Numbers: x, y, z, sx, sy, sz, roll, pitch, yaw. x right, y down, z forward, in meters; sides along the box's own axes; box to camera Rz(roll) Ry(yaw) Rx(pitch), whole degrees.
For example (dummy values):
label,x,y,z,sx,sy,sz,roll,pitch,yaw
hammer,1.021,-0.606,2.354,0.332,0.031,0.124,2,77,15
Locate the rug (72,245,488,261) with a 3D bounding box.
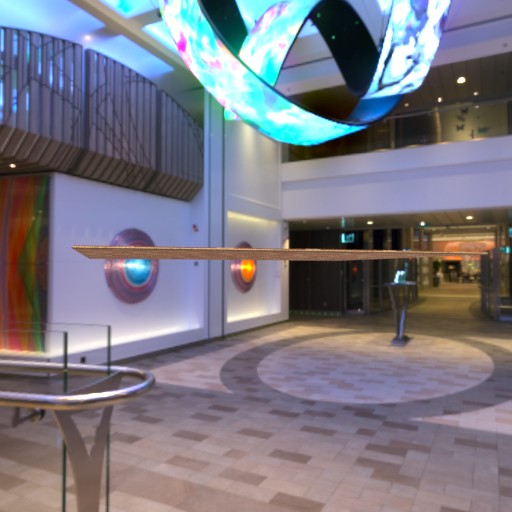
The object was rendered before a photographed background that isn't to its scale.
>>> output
label,x,y,z,sx,sy,sz,roll,pitch,yaw
rug,0.000,0.000,4.188,3.049,0.021,2.466,1,-2,-18
